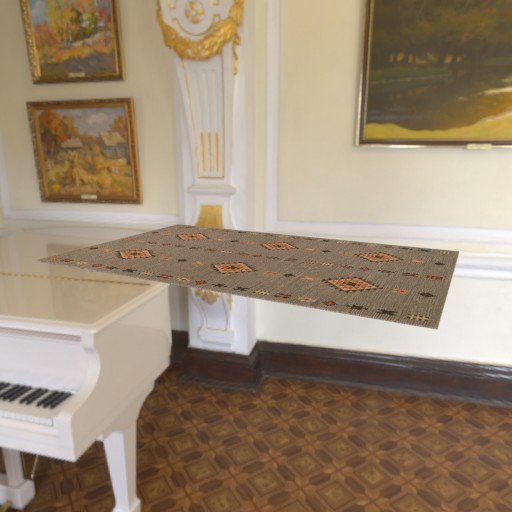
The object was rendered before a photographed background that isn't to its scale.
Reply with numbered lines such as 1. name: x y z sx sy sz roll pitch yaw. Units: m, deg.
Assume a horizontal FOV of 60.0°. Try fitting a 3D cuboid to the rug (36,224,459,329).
1. rug: 0.000 0.000 2.986 2.427 0.007 1.515 7 16 26
